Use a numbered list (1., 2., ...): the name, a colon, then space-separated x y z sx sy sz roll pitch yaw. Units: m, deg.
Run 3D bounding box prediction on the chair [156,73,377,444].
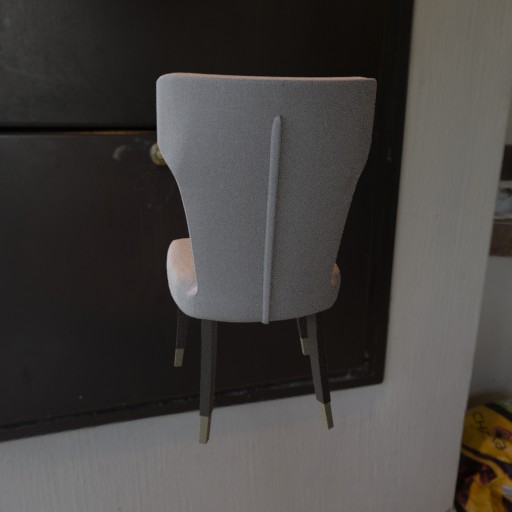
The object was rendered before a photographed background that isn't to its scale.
1. chair: 0.000 0.000 1.307 0.526 0.950 0.630 -3 16 -10
